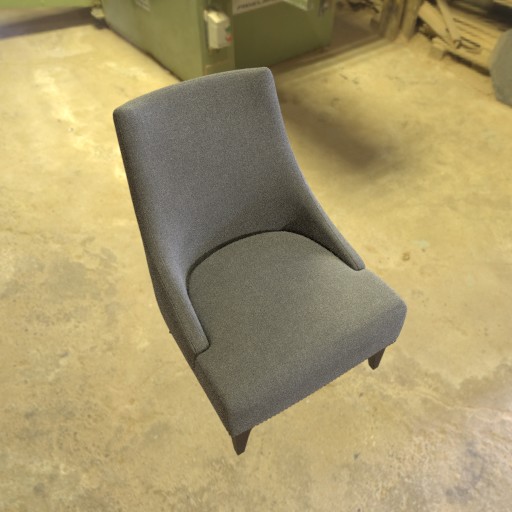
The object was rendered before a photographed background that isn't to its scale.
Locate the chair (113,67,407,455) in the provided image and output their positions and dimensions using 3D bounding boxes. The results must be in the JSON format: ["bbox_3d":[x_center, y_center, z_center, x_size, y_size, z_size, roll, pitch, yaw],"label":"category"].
[{"bbox_3d":[0.000,0.000,1.507,0.701,0.909,0.861,-24,52,-21],"label":"chair"}]
